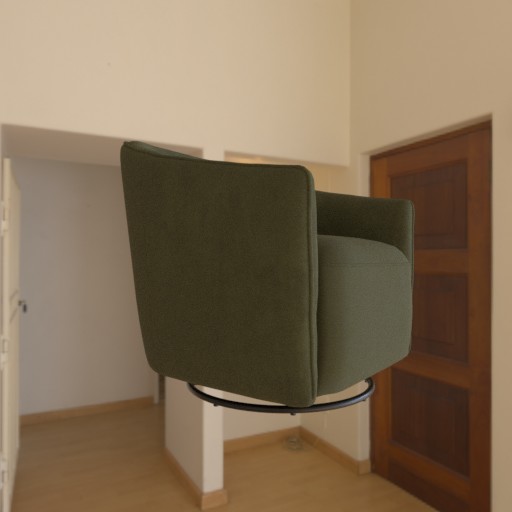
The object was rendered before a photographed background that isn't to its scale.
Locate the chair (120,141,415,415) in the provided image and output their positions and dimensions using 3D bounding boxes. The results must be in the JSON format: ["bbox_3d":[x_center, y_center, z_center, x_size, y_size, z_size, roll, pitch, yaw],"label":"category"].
[{"bbox_3d":[0.000,0.000,1.444,0.875,0.799,0.747,0,-1,37],"label":"chair"}]
